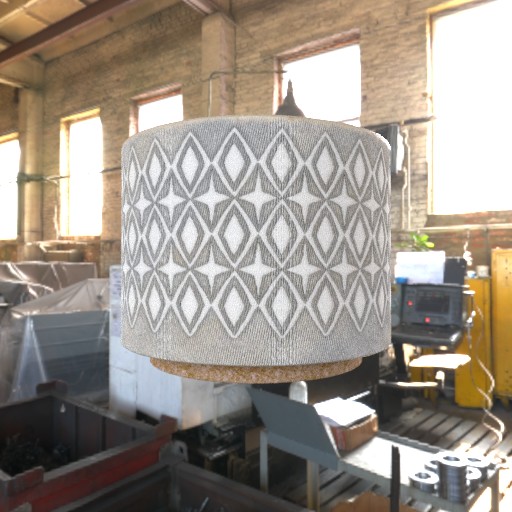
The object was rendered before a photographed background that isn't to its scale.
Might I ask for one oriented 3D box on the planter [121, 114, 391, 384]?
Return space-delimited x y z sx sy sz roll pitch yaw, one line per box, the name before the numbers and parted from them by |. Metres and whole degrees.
planter | 0.000 0.000 0.282 0.164 0.127 0.164 0 -1 0
